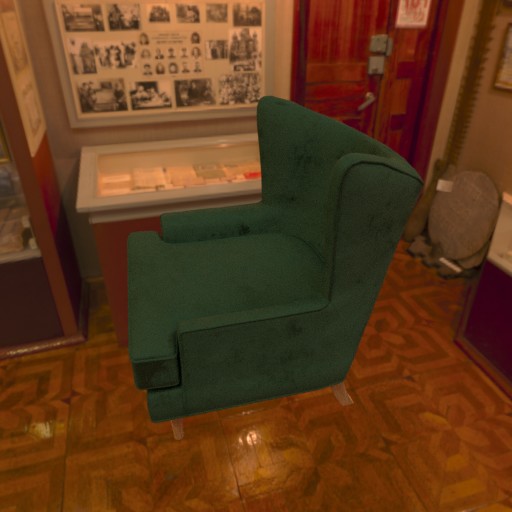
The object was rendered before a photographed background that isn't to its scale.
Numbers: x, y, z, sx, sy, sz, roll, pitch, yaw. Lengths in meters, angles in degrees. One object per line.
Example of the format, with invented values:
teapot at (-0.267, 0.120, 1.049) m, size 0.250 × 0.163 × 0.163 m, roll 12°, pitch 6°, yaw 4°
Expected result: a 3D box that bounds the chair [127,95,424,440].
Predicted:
chair at (0.000, 0.000, 1.591) m, size 0.910 × 0.952 × 0.793 m, roll -7°, pitch 32°, yaw -12°
